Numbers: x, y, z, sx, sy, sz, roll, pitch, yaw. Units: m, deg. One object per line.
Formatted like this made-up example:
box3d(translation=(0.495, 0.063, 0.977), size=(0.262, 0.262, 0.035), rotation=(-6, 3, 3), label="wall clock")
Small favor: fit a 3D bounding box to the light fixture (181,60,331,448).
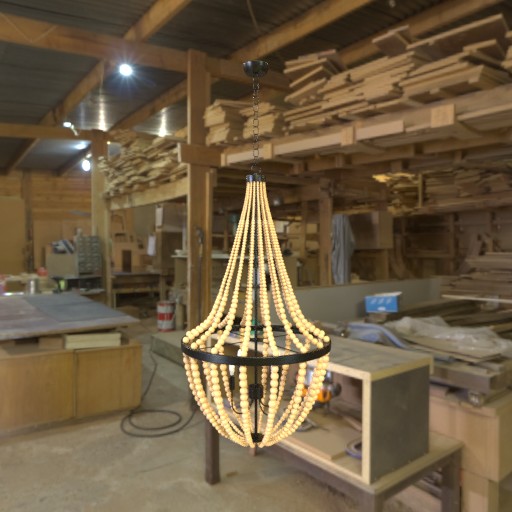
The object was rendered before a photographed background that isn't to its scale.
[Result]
box3d(translation=(0.000, 0.000, 1.337), size=(0.450, 1.133, 0.450), rotation=(0, 2, 0), label="light fixture")
